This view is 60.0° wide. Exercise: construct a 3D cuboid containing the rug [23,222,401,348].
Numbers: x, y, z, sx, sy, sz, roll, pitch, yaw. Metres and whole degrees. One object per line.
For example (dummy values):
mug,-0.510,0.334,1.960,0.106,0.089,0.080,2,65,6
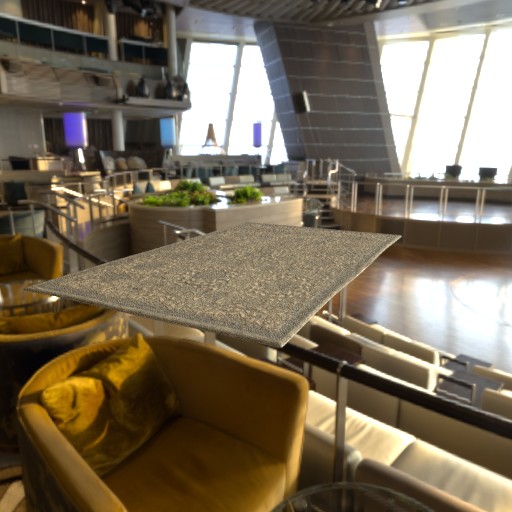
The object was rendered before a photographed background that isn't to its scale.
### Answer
rug,0.000,0.000,3.109,1.535,0.022,2.498,7,15,27
